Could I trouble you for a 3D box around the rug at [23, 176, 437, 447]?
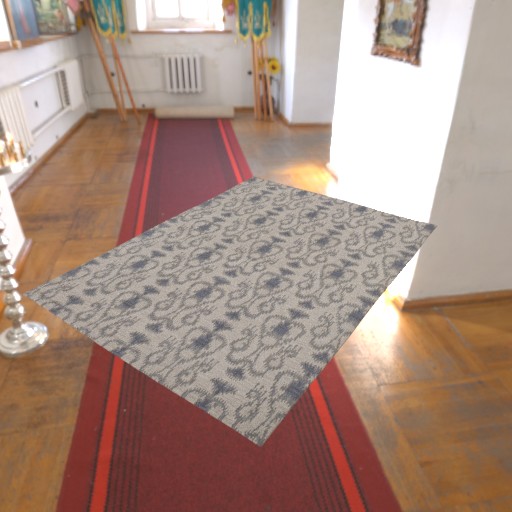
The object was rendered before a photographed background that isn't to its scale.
[{"bbox_3d":[0.000,0.000,2.894,1.676,0.013,2.261,21,37,30],"label":"rug"}]
